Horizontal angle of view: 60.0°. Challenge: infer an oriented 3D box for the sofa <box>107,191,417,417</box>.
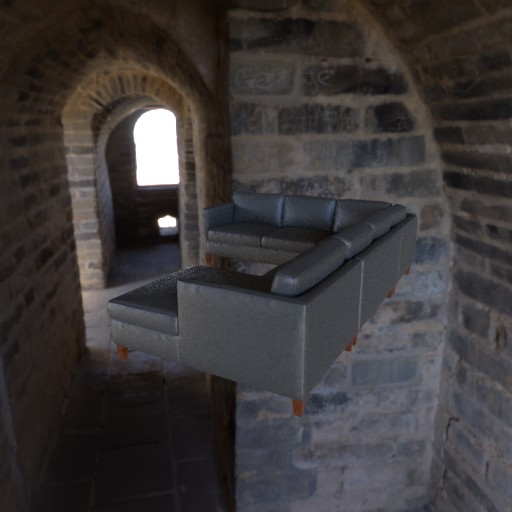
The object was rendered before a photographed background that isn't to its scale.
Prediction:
[{"bbox_3d":[0.000,0.000,4.564,2.593,0.923,3.460,8,17,28],"label":"sofa"}]
